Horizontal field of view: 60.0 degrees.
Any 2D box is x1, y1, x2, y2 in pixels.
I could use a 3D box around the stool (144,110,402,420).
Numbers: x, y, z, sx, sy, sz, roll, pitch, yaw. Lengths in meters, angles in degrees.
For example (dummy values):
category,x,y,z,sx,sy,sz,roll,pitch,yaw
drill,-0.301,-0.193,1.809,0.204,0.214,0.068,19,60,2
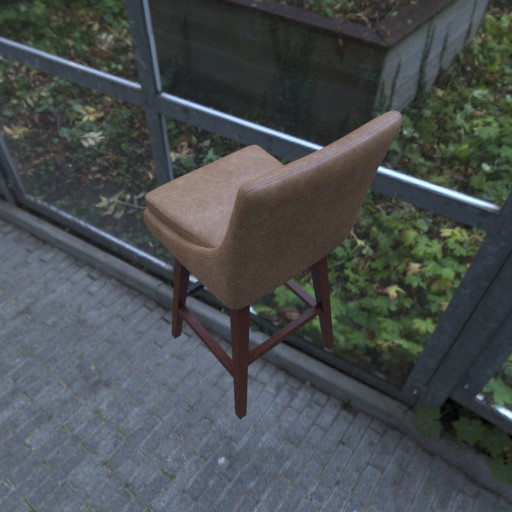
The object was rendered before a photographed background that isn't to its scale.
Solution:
category,x,y,z,sx,sy,sz,roll,pitch,yaw
stool,0.000,0.000,1.432,0.487,1.079,0.572,-31,54,-25
